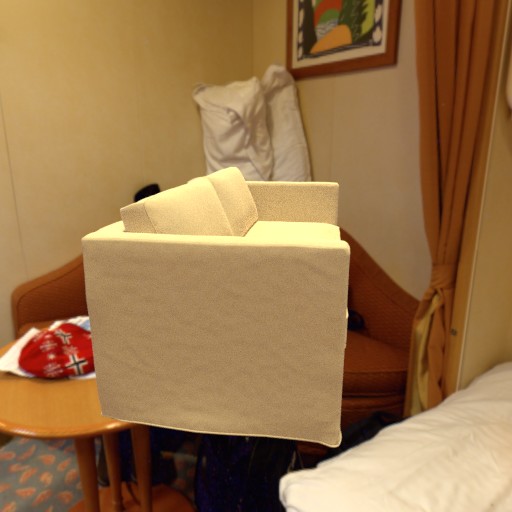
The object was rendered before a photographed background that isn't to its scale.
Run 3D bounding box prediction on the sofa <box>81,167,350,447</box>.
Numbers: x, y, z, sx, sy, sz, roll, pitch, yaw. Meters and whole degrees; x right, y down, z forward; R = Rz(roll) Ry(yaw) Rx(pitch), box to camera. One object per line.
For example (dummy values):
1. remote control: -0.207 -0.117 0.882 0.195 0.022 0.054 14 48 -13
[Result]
1. sofa: 0.000 0.000 2.457 0.940 0.870 1.987 2 16 9
